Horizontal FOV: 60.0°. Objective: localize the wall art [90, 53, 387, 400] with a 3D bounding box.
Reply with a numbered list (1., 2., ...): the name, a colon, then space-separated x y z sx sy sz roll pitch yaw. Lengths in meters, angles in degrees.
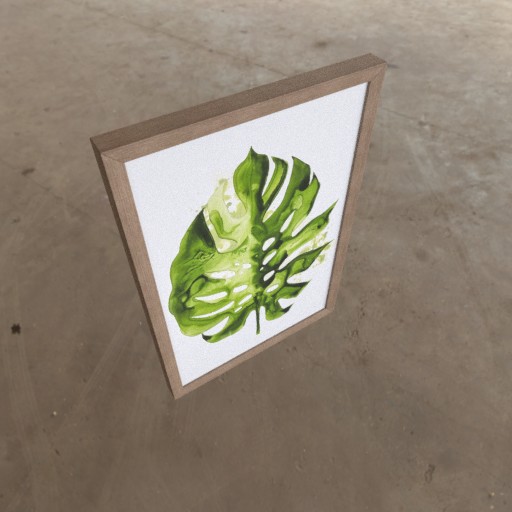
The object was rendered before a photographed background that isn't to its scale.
1. wall art: 0.000 0.000 0.663 0.356 0.509 0.031 -25 52 -21
